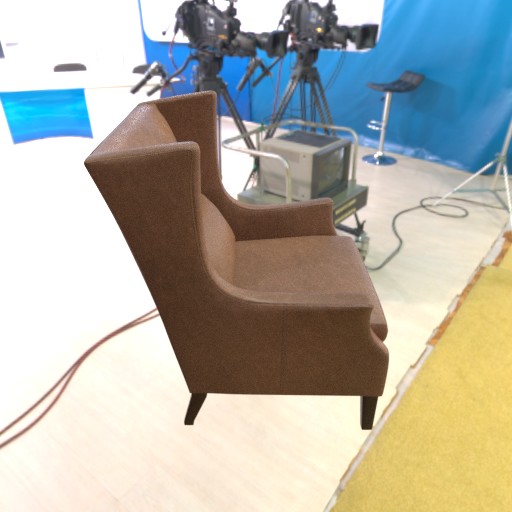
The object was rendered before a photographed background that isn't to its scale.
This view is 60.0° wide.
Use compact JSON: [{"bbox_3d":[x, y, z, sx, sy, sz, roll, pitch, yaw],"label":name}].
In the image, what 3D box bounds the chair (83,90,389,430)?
[{"bbox_3d":[0.000,0.000,1.709,0.913,1.088,0.815,0,31,-1],"label":"chair"}]
